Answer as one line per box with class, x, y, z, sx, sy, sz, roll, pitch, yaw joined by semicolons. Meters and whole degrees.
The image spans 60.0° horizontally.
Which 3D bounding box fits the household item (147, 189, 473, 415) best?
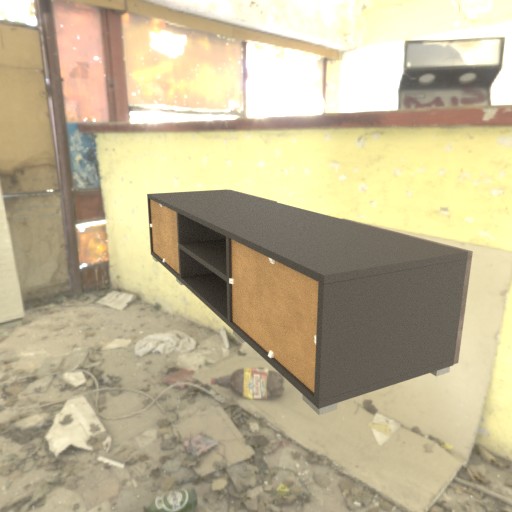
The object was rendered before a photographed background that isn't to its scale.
household item;0.000;0.000;1.578;0.420;0.310;1.400;-8;17;-26
